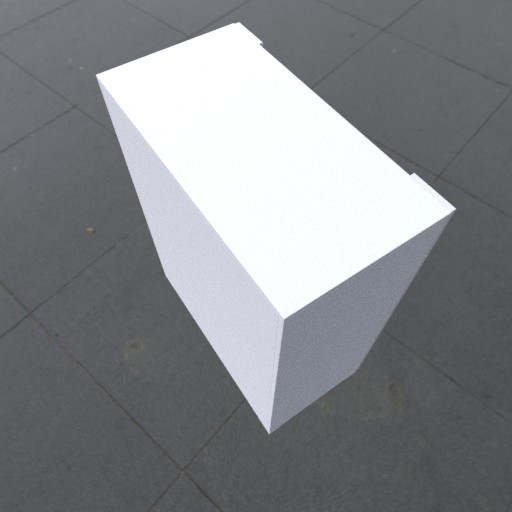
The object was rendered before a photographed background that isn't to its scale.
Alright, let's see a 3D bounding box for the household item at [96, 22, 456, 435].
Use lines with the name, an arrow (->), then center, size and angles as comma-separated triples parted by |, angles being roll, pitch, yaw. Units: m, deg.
household item -> 0.000, 0.000, 1.408 | 0.420, 1.010, 0.790 | -30, 62, -17
